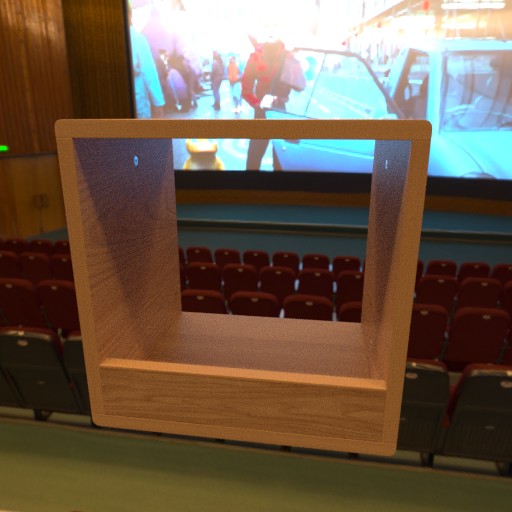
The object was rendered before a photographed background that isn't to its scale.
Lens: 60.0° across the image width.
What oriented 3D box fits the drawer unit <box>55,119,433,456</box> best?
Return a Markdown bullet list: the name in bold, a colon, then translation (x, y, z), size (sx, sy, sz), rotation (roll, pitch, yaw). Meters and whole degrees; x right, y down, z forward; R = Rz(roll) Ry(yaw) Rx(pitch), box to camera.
- **drawer unit**: translation (0.000, 0.000, 0.583), size (0.344, 0.344, 0.290), rotation (3, 18, 8)
